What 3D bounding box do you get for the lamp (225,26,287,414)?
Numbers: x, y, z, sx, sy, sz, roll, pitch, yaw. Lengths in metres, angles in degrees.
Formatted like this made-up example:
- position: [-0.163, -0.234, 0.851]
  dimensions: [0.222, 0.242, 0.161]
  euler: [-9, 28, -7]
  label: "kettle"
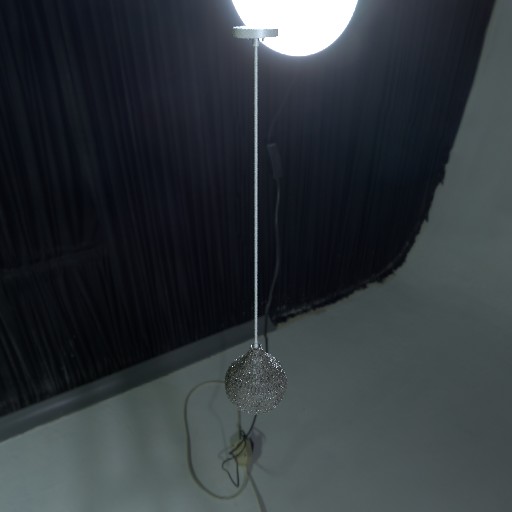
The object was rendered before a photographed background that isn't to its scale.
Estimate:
- position: [0.000, 0.000, 2.089]
  dimensions: [0.355, 1.919, 0.355]
  euler: [-20, 36, -30]
  label: "lamp"
